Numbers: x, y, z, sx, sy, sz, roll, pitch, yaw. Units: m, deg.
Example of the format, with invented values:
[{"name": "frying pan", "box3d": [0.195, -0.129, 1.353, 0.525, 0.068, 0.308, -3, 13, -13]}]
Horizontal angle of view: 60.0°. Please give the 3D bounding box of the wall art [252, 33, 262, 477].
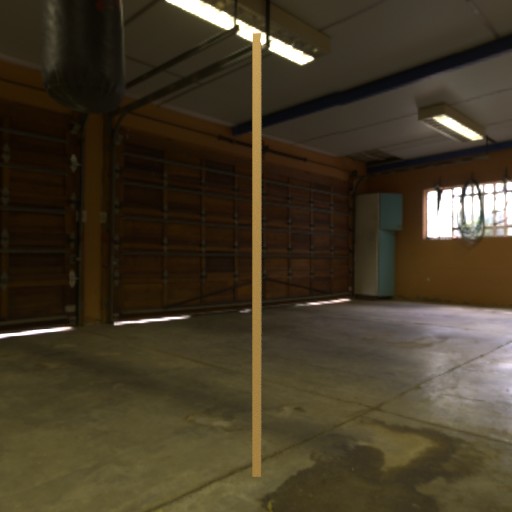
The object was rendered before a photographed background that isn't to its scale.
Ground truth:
[{"name": "wall art", "box3d": [0.000, 0.000, 0.982, 0.014, 0.655, 0.657, 0, -1, 0]}]
